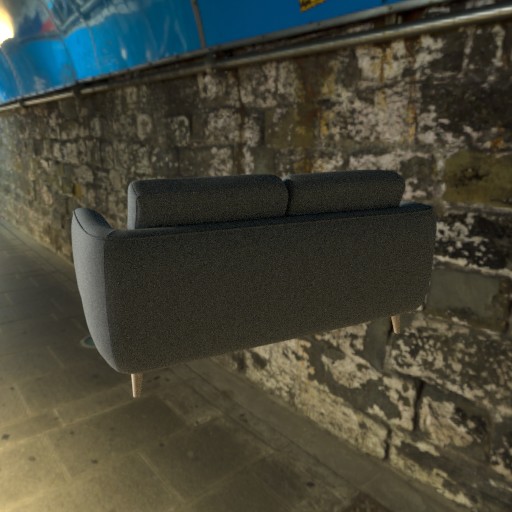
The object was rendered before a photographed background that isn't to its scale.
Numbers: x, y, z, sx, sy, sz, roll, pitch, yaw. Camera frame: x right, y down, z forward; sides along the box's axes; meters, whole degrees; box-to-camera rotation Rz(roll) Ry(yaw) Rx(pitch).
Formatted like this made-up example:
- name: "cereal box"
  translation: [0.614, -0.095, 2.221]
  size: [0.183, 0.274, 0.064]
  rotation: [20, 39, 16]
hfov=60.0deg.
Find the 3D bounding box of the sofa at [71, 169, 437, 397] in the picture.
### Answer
- name: "sofa"
  translation: [0.000, 0.000, 2.254]
  size: [1.700, 0.870, 0.920]
  rotation: [-7, 16, -25]
